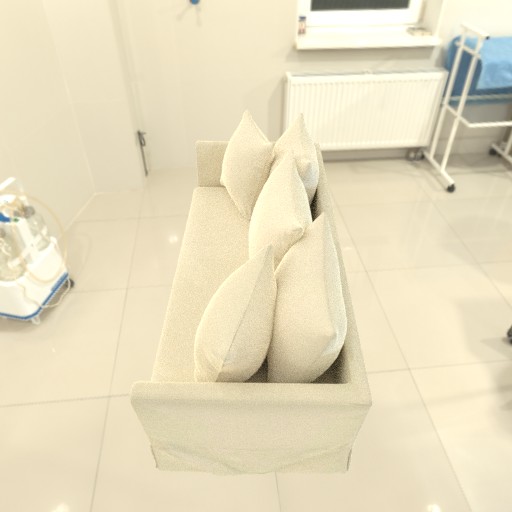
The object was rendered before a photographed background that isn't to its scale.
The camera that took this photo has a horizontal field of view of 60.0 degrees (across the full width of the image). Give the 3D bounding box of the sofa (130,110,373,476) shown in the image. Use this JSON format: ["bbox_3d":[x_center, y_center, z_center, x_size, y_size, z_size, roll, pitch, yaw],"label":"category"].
[{"bbox_3d":[0.000,0.000,2.755,1.031,1.034,2.290,1,40,1],"label":"sofa"}]
